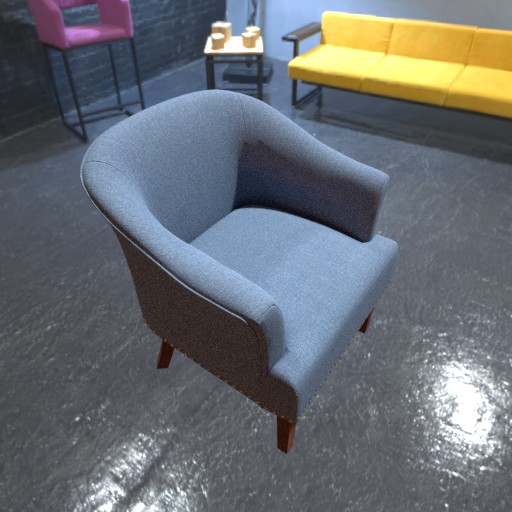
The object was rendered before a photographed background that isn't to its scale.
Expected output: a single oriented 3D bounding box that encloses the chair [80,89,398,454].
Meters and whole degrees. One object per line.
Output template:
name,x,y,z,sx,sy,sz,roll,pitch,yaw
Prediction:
chair,0.000,0.000,1.383,0.704,0.815,0.772,23,45,26
